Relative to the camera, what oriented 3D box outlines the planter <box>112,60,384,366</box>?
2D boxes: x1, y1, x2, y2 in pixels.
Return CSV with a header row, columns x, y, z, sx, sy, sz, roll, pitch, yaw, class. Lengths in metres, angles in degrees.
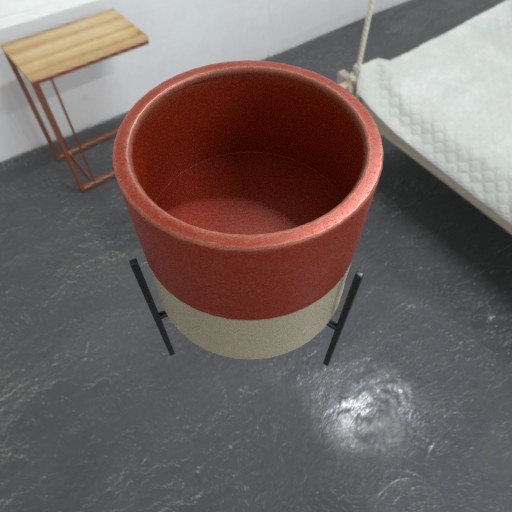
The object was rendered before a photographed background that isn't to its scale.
x,y,z,sx,sy,sz,roll,pitch,yaw,class
0.000,0.000,0.528,0.251,0.354,0.235,30,61,18,planter
